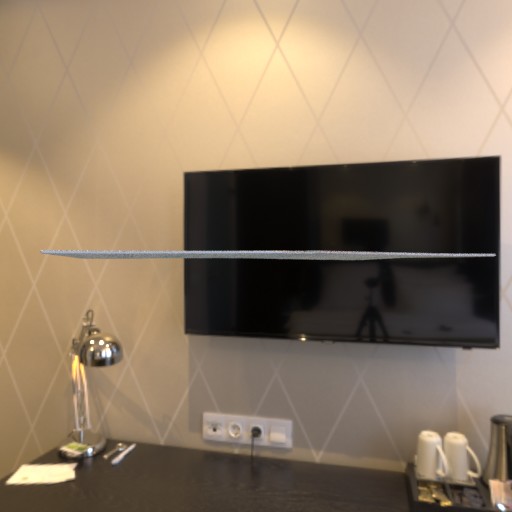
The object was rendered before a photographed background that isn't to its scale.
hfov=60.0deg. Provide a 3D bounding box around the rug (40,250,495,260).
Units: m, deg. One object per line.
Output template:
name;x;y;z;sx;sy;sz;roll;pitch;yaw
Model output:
rug;0.000;0.000;2.898;2.305;0.029;1.593;0;-1;-16
